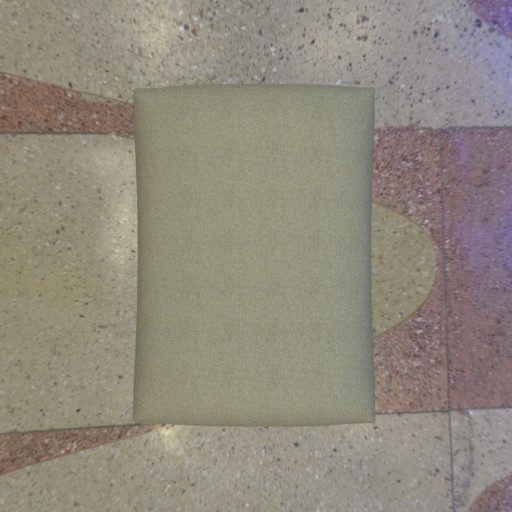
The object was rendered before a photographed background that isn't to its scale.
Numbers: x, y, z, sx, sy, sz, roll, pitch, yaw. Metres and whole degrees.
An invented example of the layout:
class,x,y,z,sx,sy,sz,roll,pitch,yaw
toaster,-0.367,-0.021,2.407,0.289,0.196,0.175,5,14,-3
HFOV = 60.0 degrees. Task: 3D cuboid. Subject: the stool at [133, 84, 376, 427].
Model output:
class,x,y,z,sx,sy,sz,roll,pitch,yaw
stool,0.000,0.000,0.938,0.375,0.632,0.509,0,90,1
